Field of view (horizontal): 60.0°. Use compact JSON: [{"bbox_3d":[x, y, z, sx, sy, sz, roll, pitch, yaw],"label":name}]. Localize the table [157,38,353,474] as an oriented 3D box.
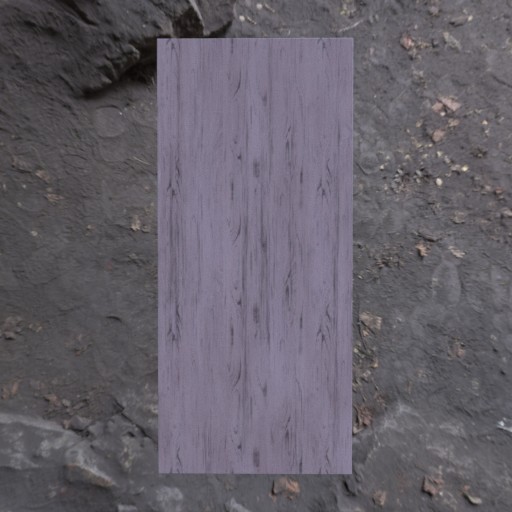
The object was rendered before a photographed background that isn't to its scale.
[{"bbox_3d":[0.000,0.000,2.258,0.795,0.899,1.778,0,91,1],"label":"table"}]
